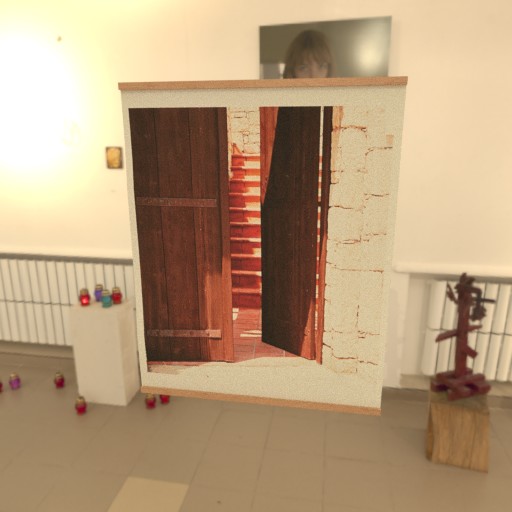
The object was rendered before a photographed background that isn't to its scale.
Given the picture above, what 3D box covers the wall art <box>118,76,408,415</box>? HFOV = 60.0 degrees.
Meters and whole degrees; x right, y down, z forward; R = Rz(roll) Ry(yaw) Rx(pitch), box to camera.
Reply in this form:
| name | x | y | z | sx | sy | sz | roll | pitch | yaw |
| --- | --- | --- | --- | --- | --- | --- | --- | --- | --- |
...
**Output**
| name | x | y | z | sx | sy | sz | roll | pitch | yaw |
| --- | --- | --- | --- | --- | --- | --- | --- | --- | --- |
| wall art | 0.000 | 0.000 | 0.684 | 0.406 | 0.508 | 0.013 | 2 | 15 | 9 |
